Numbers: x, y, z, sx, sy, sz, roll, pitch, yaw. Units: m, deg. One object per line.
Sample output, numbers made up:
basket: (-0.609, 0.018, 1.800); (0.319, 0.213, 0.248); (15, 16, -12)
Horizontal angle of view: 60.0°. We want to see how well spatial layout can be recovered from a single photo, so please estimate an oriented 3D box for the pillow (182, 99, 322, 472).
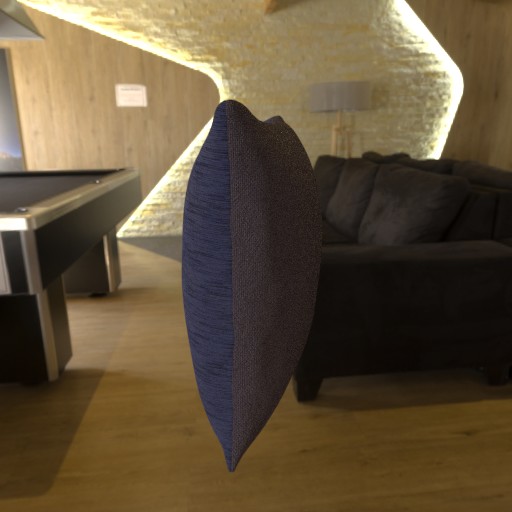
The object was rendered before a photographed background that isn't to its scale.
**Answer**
pillow: (0.000, 0.000, 0.696); (0.204, 0.439, 0.452); (2, 15, 9)
